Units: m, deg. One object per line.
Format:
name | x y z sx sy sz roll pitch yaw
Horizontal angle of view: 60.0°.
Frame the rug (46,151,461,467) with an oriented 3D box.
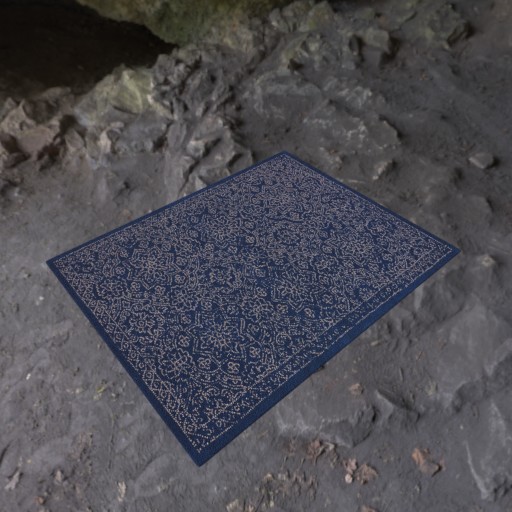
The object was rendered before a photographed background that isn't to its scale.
rug | 0.000 0.000 4.146 3.048 0.010 2.438 -31 51 -28
